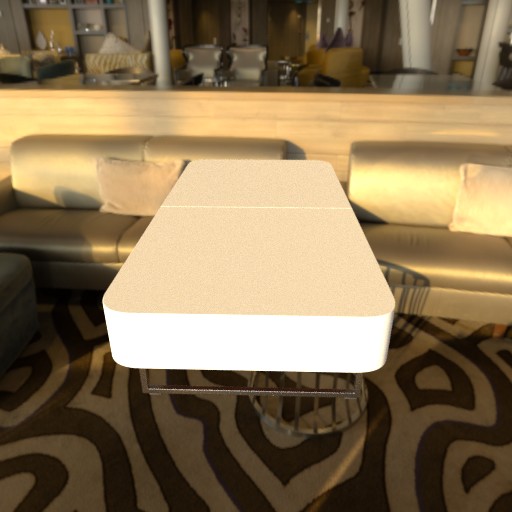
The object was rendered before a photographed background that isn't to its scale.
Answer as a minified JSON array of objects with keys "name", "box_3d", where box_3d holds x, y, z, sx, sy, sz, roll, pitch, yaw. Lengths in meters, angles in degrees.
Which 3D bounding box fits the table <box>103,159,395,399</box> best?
[{"name":"table","box_3d":[0.000,0.000,1.466,0.600,0.340,1.200,1,26,2]}]
